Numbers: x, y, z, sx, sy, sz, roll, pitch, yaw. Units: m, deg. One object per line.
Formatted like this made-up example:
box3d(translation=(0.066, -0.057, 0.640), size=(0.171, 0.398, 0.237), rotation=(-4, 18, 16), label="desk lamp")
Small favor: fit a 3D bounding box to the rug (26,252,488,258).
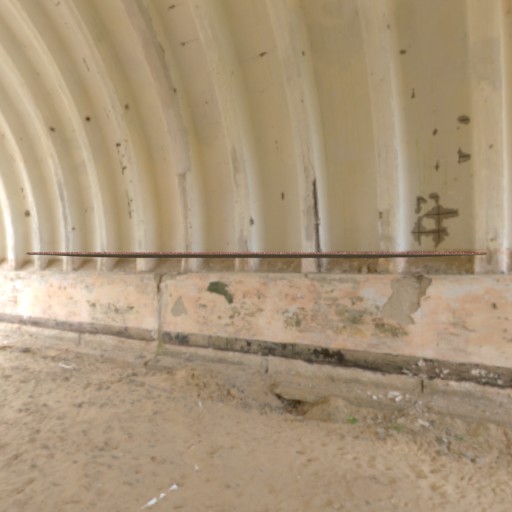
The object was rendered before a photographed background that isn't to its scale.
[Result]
box3d(translation=(0.000, 0.000, 5.192), size=(3.965, 0.025, 2.803), rotation=(0, -1, -1), label="rug")
